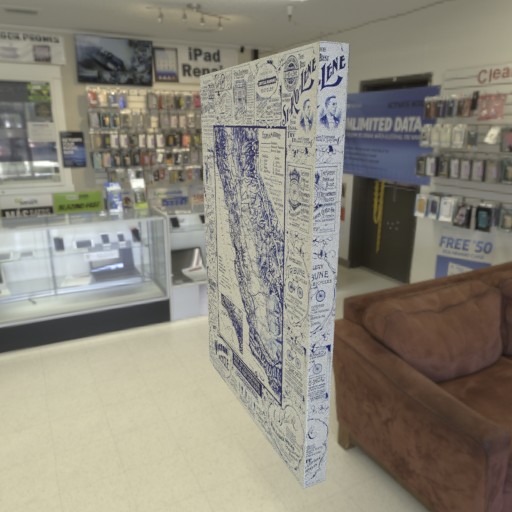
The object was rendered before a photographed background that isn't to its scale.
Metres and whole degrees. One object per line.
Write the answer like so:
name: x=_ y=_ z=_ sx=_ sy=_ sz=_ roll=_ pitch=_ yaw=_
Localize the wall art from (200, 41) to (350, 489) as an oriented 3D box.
wall art: x=0.000 y=0.000 z=0.750 sx=0.040 sy=0.601 sz=0.408 roll=-8 pitch=18 yaw=-24
